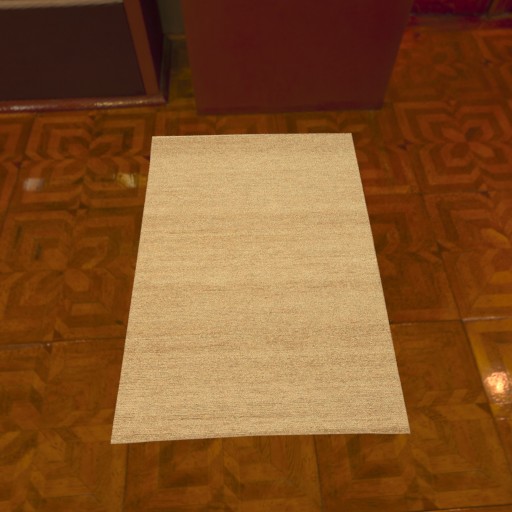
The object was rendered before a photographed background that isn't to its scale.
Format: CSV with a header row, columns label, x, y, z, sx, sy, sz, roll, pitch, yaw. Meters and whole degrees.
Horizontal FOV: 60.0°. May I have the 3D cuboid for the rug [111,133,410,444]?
label,x,y,z,sx,sy,sz,roll,pitch,yaw
rug,0.000,0.000,2.943,1.596,0.030,2.283,-1,58,-1
